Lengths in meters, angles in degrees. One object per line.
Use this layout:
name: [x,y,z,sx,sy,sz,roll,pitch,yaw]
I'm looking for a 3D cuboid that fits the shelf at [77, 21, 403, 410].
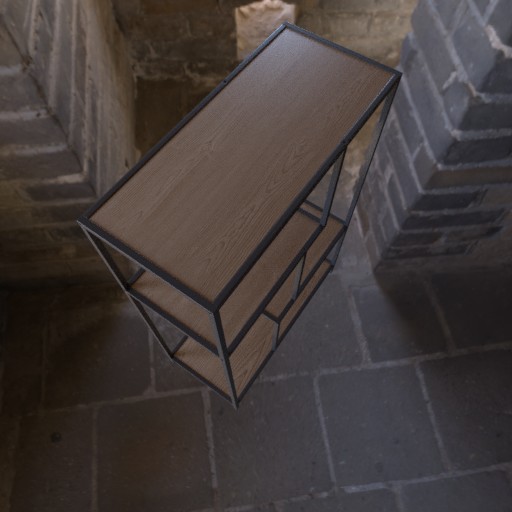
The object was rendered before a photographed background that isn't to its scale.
shelf: [0.000,0.000,1.503,0.350,1.138,0.770,32,67,15]
